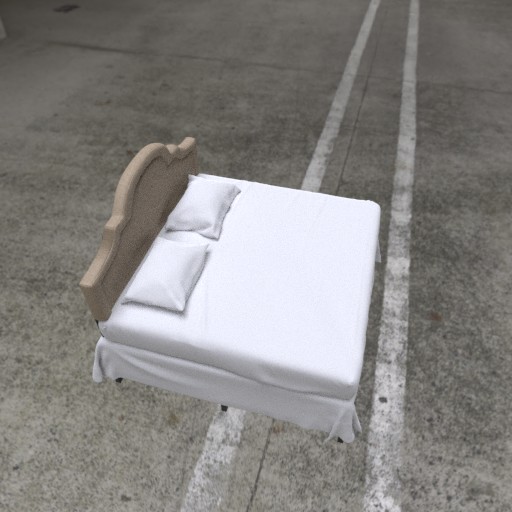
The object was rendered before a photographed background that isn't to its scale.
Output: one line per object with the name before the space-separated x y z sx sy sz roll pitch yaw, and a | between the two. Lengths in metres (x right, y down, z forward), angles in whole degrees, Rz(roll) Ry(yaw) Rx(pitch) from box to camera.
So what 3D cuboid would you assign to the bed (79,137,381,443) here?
bed | 0.000 0.000 3.774 2.222 1.631 2.303 11 47 11
